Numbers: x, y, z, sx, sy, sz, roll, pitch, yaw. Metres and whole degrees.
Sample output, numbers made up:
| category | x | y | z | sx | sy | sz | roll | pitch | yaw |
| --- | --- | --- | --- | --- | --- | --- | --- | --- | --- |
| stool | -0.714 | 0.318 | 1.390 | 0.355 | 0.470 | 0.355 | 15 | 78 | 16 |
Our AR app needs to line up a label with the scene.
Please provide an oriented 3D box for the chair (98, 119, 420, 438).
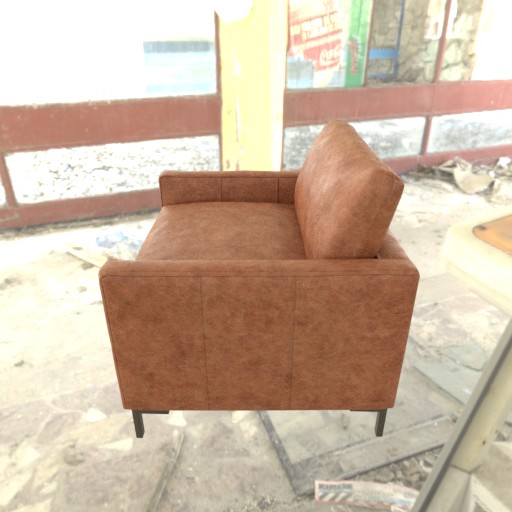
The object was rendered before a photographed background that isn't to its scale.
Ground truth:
| category | x | y | z | sx | sy | sz | roll | pitch | yaw |
| --- | --- | --- | --- | --- | --- | --- | --- | --- | --- |
| chair | 0.000 | 0.000 | 1.645 | 0.862 | 0.869 | 0.967 | 0 | 27 | 0 |
